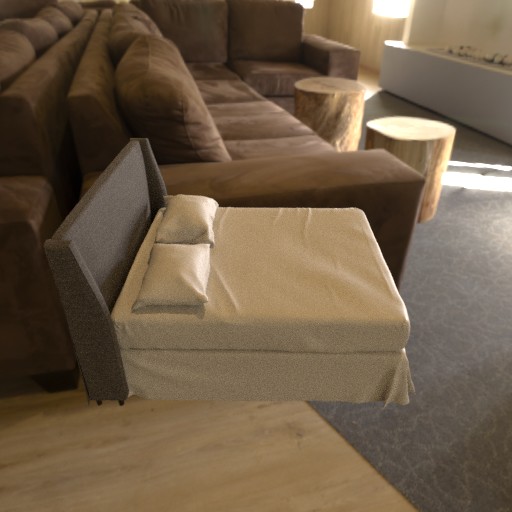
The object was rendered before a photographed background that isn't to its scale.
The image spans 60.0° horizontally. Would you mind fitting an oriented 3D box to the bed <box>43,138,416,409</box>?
[{"bbox_3d":[0.000,0.000,3.489,2.276,1.332,1.925,0,32,1],"label":"bed"}]
